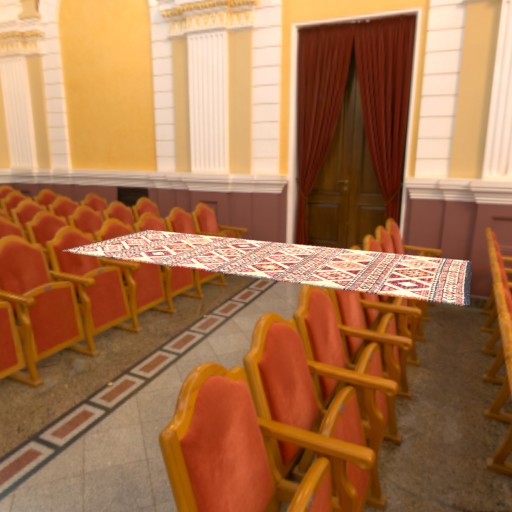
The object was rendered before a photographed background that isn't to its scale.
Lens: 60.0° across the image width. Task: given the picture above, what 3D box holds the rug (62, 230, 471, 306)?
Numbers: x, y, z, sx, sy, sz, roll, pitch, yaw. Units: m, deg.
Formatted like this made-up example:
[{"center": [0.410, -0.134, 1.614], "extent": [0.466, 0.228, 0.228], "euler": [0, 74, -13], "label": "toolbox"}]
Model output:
[{"center": [0.000, 0.000, 2.690], "extent": [2.362, 0.008, 0.832], "euler": [6, 15, 25], "label": "rug"}]
